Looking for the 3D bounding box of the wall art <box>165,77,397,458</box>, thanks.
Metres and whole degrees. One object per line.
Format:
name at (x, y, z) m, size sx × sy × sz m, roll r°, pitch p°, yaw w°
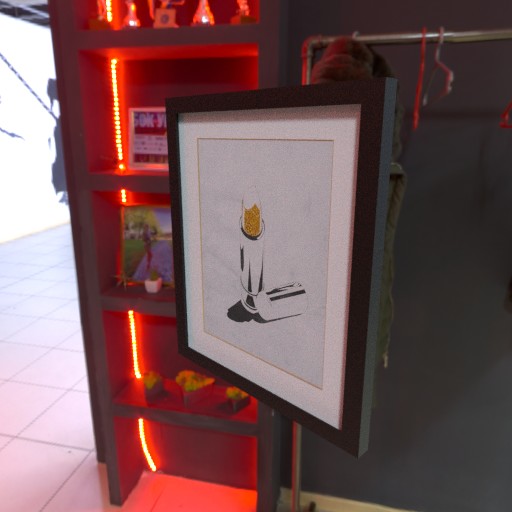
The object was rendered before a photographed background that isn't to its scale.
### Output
wall art at (0.000, 0.000, 0.543) m, size 0.019 × 0.381 × 0.330 m, roll -15°, pitch 21°, yaw -43°
